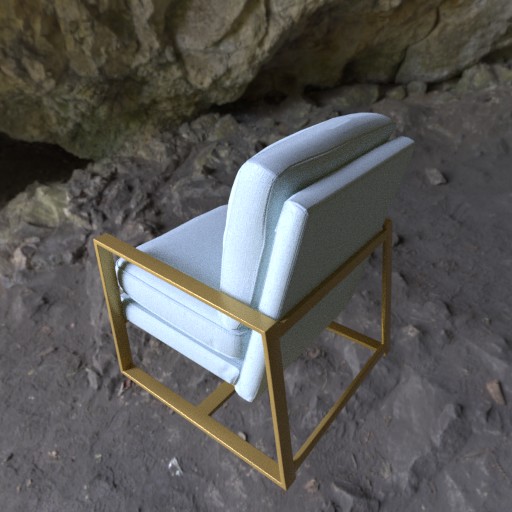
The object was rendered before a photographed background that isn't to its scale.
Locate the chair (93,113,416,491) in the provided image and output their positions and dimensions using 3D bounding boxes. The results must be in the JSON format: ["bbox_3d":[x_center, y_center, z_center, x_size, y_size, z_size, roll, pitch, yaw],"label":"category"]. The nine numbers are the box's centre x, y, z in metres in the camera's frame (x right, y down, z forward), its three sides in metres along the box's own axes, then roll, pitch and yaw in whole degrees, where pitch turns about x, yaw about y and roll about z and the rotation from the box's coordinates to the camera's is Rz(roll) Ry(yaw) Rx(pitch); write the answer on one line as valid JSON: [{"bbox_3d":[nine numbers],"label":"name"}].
[{"bbox_3d":[0.000,0.000,1.525,0.813,0.956,0.758,22,37,32],"label":"chair"}]
